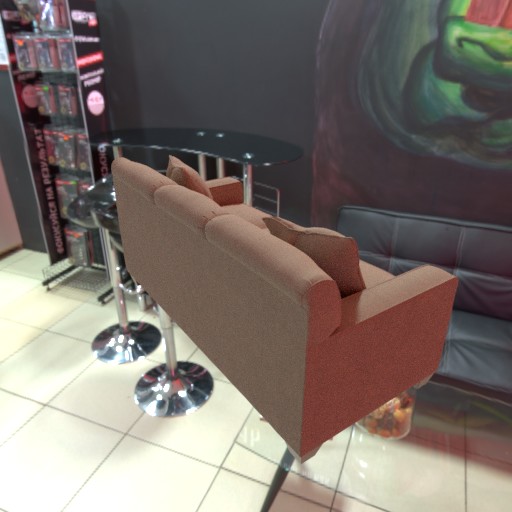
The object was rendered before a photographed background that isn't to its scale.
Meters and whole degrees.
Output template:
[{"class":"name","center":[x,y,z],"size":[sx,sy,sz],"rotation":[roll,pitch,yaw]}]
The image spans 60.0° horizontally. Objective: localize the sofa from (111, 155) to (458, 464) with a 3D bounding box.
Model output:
[{"class":"sofa","center":[0.000,0.000,2.637],"size":[0.997,0.958,2.024],"rotation":[-17,31,-31]}]
